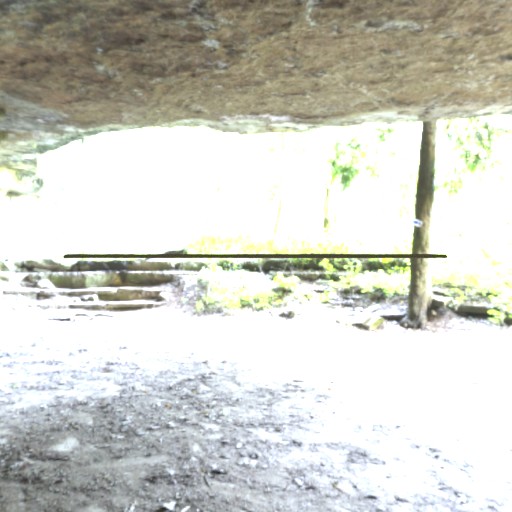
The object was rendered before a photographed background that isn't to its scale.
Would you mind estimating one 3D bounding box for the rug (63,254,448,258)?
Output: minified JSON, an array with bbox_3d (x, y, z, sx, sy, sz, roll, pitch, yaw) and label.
[{"bbox_3d":[0.000,0.000,2.056,1.067,0.013,1.676,0,0,0],"label":"rug"}]
